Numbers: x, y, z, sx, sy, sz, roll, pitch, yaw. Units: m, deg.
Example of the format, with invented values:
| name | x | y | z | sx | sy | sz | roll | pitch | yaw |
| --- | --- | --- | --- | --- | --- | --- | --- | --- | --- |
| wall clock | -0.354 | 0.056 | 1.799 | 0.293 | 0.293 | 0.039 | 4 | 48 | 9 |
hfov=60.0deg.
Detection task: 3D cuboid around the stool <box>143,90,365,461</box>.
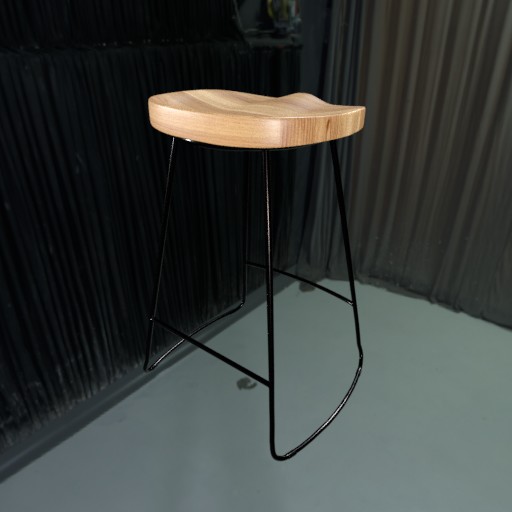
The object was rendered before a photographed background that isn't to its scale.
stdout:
| name | x | y | z | sx | sy | sz | roll | pitch | yaw |
| --- | --- | --- | --- | --- | --- | --- | --- | --- | --- |
| stool | 0.000 | 0.000 | 0.993 | 0.480 | 0.679 | 0.401 | 20 | 34 | 33 |
